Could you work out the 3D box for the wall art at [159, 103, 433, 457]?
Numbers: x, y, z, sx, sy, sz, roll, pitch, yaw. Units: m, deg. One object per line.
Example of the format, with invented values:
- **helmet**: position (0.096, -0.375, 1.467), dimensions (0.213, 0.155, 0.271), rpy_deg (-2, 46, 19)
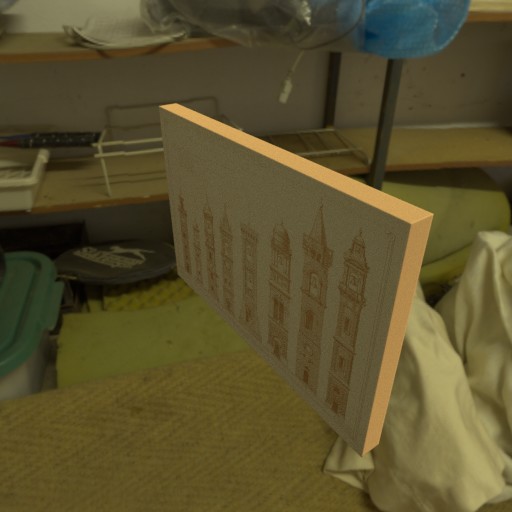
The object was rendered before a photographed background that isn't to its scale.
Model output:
- **wall art**: position (0.000, 0.000, 0.793), dimensions (0.039, 0.407, 0.609), rpy_deg (-21, 38, -30)
